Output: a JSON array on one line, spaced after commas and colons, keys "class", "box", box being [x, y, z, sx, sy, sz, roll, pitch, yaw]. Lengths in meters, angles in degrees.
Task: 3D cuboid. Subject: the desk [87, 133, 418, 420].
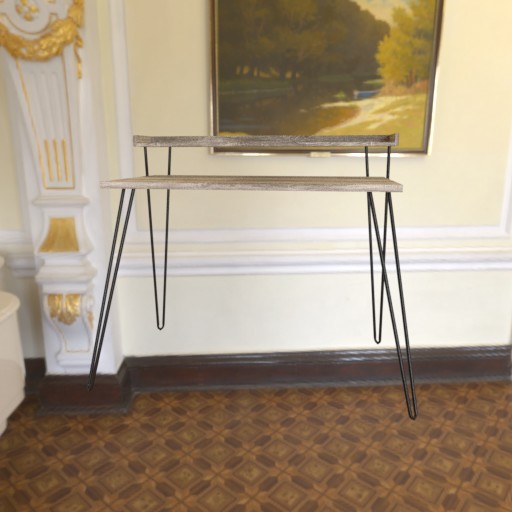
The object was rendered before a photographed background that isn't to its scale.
[{"class": "desk", "box": [0.000, 0.000, 1.676, 1.135, 0.899, 0.605, 2, 13, 9]}]
